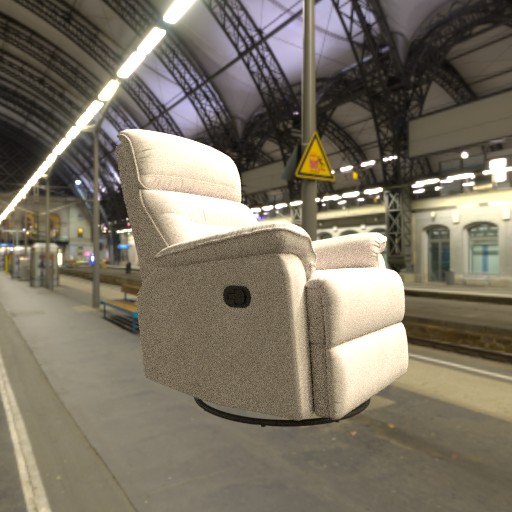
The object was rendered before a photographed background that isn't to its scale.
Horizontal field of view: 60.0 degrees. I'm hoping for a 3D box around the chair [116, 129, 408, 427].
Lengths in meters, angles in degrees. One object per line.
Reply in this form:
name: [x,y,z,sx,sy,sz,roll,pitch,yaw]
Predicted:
chair: [0.000,0.000,1.719,1.001,1.039,0.820,0,0,36]
